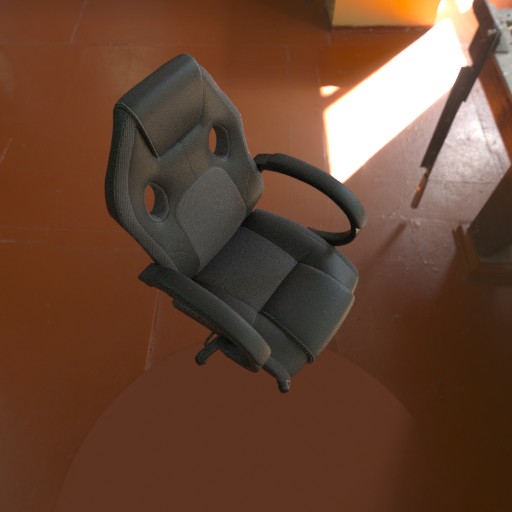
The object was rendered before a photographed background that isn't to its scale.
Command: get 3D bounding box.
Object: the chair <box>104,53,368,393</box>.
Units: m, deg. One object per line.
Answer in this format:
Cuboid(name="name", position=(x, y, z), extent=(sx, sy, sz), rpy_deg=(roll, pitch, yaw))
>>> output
Cuboid(name="chair", position=(0.000, 0.000, 1.559), extent=(0.724, 1.187, 0.673), rpy_deg=(32, 63, 18))
